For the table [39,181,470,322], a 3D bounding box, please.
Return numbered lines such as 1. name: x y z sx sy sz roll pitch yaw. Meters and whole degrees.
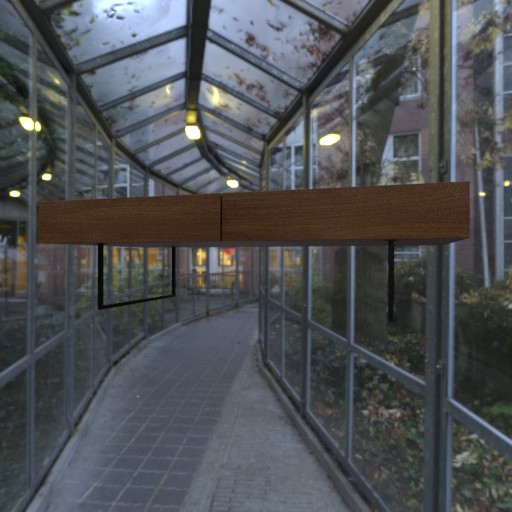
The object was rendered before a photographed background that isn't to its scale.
1. table: 0.000 0.000 1.459 1.194 0.330 0.610 0 0 18
